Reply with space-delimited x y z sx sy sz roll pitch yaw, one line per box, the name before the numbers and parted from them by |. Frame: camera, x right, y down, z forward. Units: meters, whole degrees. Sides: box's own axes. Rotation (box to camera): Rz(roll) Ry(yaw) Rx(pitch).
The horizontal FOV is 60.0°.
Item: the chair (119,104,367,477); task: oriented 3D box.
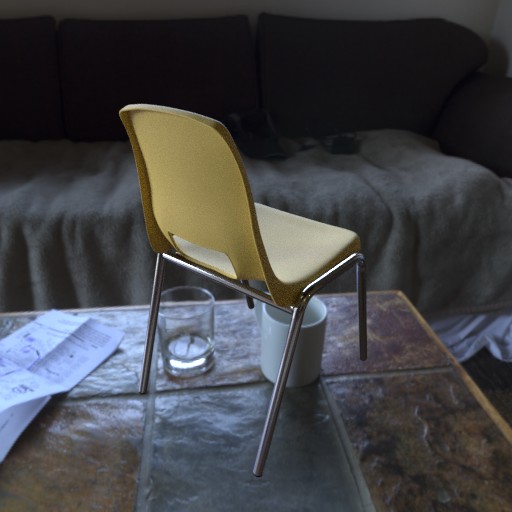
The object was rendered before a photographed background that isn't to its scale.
chair | 0.000 0.000 0.918 0.381 0.653 0.436 21 35 33
